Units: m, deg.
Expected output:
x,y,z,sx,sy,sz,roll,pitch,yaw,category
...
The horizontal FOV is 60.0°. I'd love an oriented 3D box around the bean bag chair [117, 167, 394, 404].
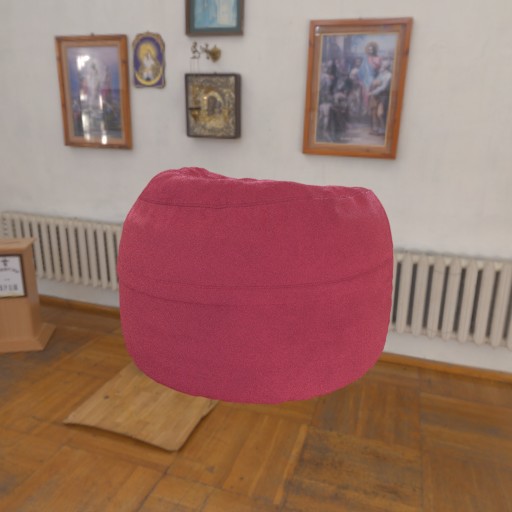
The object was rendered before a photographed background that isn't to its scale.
x,y,z,sx,sy,sz,roll,pitch,yaw,category
0.000,0.000,2.026,1.218,0.788,1.218,0,15,0,bean bag chair
